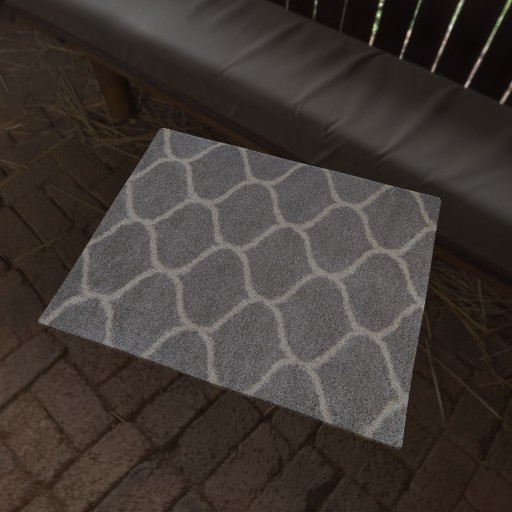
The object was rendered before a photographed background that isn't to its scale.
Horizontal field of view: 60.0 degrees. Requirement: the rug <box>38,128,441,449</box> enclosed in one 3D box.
[{"bbox_3d":[0.000,0.000,3.987,3.000,0.026,2.399,16,61,10],"label":"rug"}]
